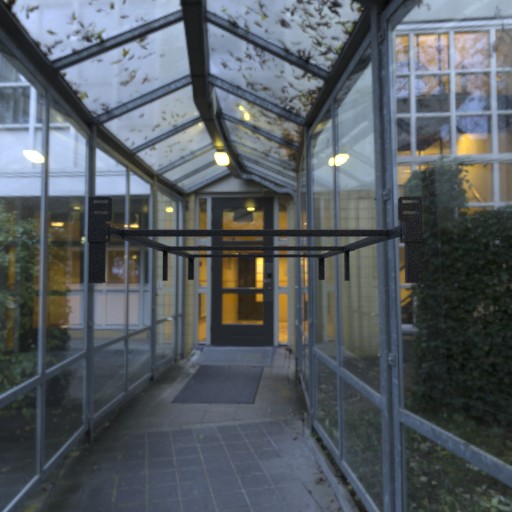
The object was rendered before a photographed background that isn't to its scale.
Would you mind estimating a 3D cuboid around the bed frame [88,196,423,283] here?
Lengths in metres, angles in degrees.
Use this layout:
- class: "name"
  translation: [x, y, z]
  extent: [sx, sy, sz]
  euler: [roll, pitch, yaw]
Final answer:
- class: "bed frame"
  translation: [0.000, 0.000, 2.217]
  extent: [0.968, 0.248, 1.897]
  euler: [0, -3, 0]
